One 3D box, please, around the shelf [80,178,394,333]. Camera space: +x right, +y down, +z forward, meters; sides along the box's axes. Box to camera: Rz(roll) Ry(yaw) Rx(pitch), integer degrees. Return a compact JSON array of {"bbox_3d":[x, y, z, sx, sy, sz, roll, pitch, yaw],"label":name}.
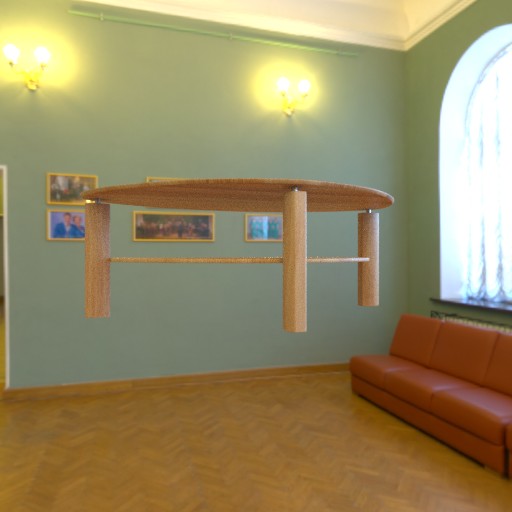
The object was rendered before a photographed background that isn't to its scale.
[{"bbox_3d":[0.000,0.000,1.664,1.246,0.440,0.845,0,0,-18],"label":"shelf"}]
